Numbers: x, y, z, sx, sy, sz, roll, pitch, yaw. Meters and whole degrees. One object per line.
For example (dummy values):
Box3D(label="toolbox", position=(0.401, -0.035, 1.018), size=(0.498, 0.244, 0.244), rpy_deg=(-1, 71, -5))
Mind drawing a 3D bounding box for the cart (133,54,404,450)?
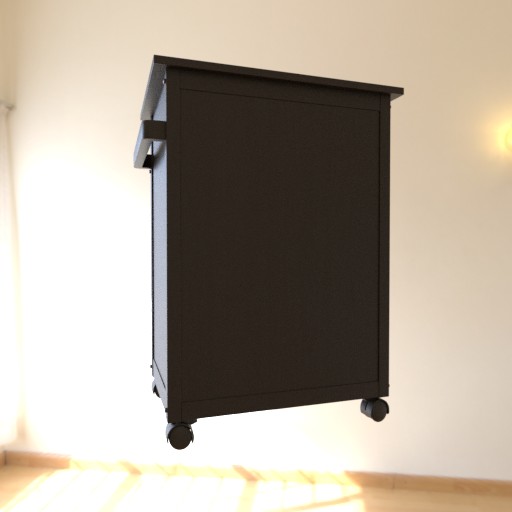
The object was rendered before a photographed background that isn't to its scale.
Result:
Box3D(label="cart", position=(0.000, 0.000, 1.274), size=(0.660, 0.879, 0.456), rpy_deg=(0, 1, -18))
